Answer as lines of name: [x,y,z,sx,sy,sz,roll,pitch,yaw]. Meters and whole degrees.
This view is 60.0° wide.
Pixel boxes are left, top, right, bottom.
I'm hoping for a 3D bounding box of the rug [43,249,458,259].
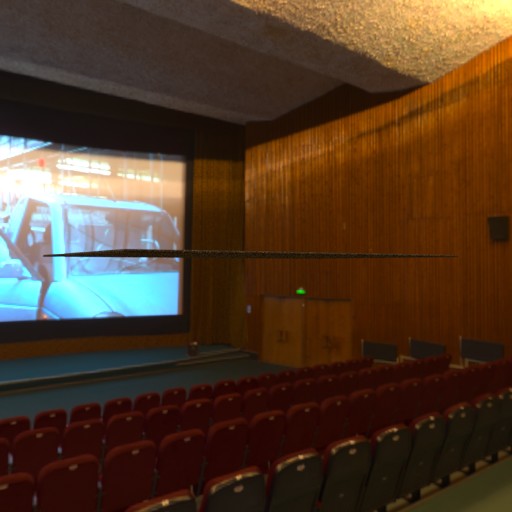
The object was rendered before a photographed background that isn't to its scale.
rug: [0.000,0.000,2.221,1.754,0.010,1.139,1,-1,-36]
